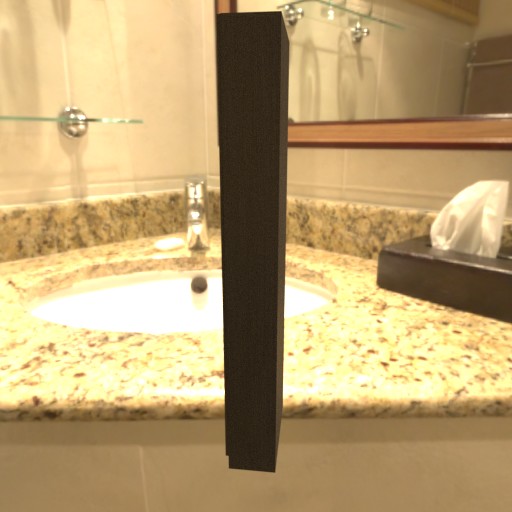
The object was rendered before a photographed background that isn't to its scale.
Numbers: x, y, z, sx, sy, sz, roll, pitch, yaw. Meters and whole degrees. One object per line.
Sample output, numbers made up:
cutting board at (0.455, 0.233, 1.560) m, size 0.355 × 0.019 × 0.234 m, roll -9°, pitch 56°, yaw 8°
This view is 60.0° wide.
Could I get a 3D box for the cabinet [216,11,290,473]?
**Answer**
cabinet at (0.000, 0.000, 1.926) m, size 0.230 × 1.790 × 0.500 m, roll 2°, pitch 15°, yaw 7°
